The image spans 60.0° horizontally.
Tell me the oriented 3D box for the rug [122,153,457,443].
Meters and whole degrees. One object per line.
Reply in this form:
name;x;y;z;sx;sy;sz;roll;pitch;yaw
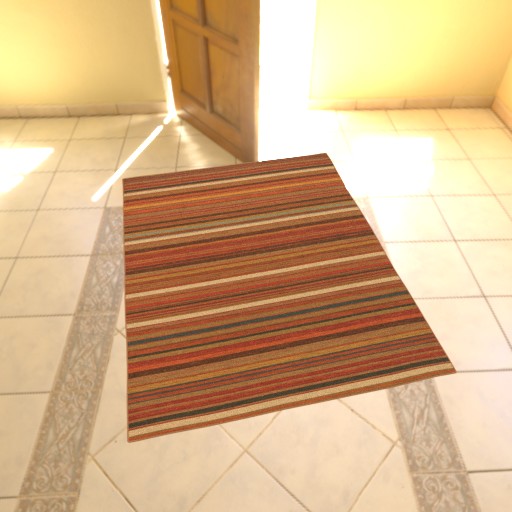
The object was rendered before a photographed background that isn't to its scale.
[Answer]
rug;0.000;0.000;4.235;2.479;0.023;3.092;-9;47;-9
